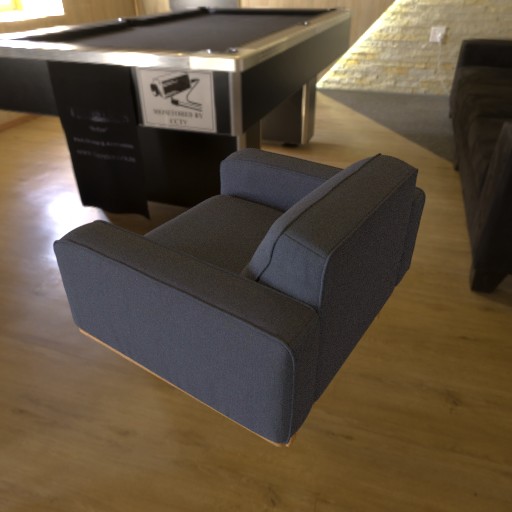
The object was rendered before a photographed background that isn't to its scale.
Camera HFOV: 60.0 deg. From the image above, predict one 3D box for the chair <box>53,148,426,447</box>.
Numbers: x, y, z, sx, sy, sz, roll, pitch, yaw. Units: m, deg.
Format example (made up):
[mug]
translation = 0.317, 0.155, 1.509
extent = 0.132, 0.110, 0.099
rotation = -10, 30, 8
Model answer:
[chair]
translation = 0.000, 0.000, 1.738
extent = 0.953, 0.783, 1.118
rotation = 21, 38, 28
